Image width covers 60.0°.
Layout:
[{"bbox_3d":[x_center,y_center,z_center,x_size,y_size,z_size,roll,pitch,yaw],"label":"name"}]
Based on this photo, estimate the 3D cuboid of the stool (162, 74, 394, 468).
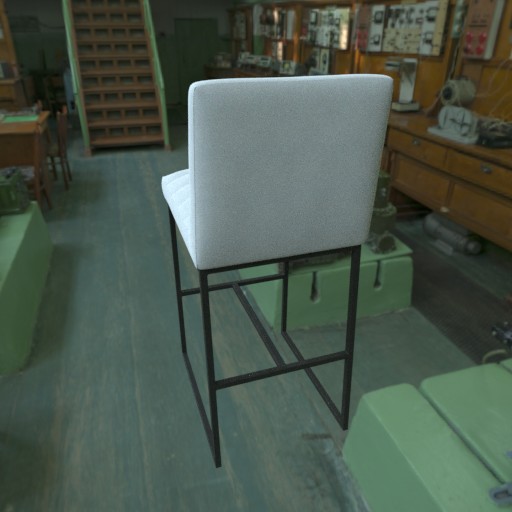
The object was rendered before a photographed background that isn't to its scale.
[{"bbox_3d":[0.000,0.000,1.350,0.464,1.061,0.573,-9,28,-17],"label":"stool"}]
